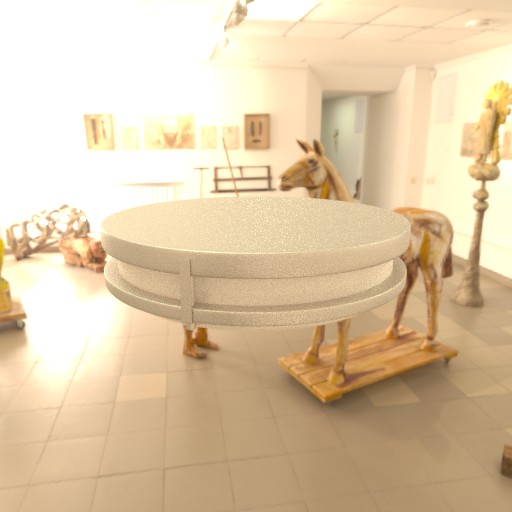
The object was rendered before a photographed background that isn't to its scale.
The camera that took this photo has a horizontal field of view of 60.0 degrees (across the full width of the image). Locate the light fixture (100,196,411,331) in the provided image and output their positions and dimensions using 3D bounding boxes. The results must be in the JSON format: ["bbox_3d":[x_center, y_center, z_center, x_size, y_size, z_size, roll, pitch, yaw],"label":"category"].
[{"bbox_3d":[0.000,0.000,0.546,0.356,0.102,0.356,0,15,0],"label":"light fixture"}]
